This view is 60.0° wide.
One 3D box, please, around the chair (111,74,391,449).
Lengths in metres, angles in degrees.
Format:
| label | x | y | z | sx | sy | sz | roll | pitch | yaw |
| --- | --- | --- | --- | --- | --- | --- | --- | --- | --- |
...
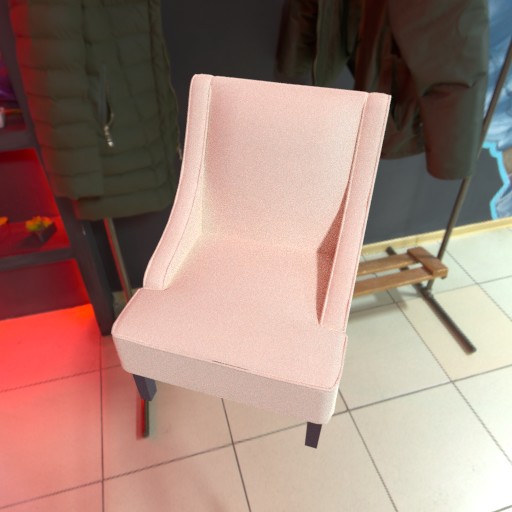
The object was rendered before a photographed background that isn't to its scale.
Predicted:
| label | x | y | z | sx | sy | sz | roll | pitch | yaw |
| --- | --- | --- | --- | --- | --- | --- | --- | --- | --- |
| chair | 0.000 | 0.000 | 1.481 | 0.689 | 0.886 | 0.806 | 11 | 42 | 12 |
